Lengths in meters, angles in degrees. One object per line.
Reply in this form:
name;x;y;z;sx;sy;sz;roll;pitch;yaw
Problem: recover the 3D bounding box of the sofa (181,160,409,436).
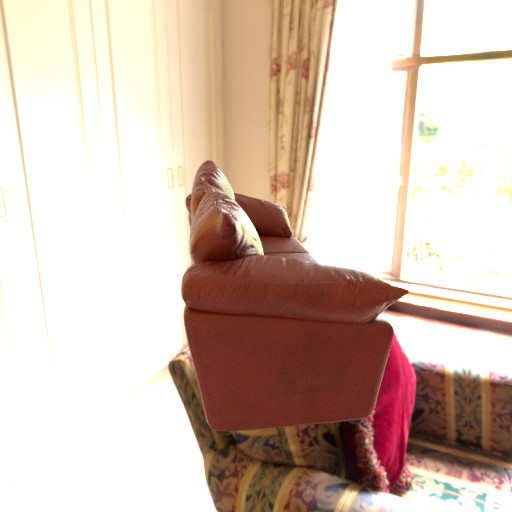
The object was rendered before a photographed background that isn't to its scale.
sofa;0.000;0.000;2.836;0.907;1.091;2.390;-2;16;-8
